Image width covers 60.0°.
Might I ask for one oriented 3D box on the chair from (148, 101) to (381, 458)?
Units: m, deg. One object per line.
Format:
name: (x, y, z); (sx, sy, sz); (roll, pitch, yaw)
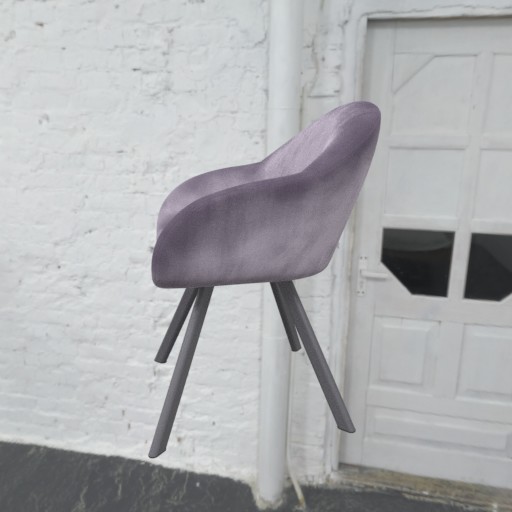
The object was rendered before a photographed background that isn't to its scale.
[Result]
chair: (0.000, 0.000, 1.190); (0.590, 0.795, 0.550); (-3, 14, -11)
